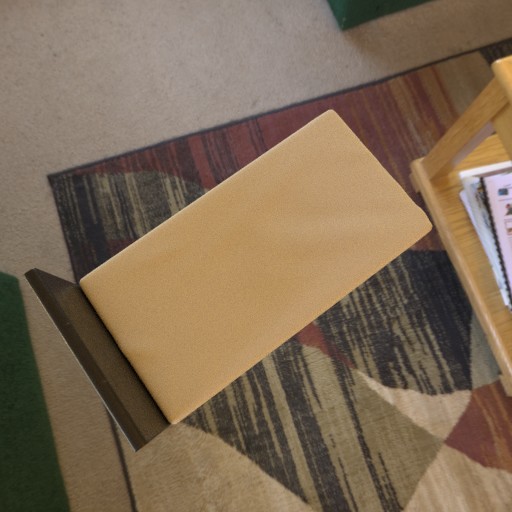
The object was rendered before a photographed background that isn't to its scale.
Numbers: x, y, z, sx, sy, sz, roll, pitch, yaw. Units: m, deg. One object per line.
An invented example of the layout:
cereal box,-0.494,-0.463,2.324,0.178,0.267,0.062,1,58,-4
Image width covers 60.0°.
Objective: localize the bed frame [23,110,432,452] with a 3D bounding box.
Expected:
bed frame,0.000,0.000,2.578,2.152,1.046,1.038,-36,80,-8
